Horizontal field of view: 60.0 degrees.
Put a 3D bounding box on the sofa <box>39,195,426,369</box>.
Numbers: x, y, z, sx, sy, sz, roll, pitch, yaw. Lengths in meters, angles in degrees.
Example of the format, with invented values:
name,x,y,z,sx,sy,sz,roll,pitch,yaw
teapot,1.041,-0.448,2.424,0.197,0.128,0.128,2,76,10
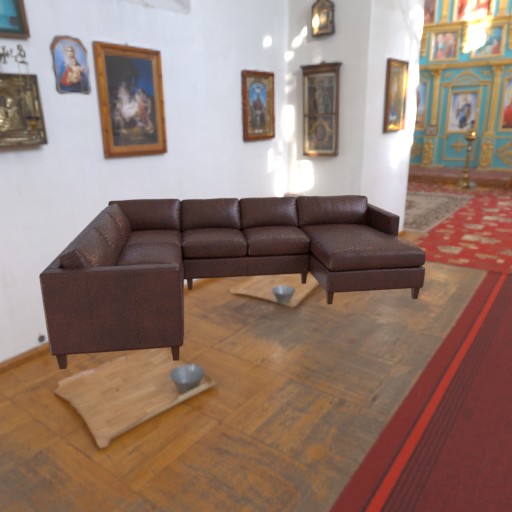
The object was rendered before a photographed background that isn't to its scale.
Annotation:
name,x,y,z,sx,sy,sz,roll,pitch,yaw
sofa,0.000,0.000,4.443,3.324,0.891,2.452,-3,16,-9
